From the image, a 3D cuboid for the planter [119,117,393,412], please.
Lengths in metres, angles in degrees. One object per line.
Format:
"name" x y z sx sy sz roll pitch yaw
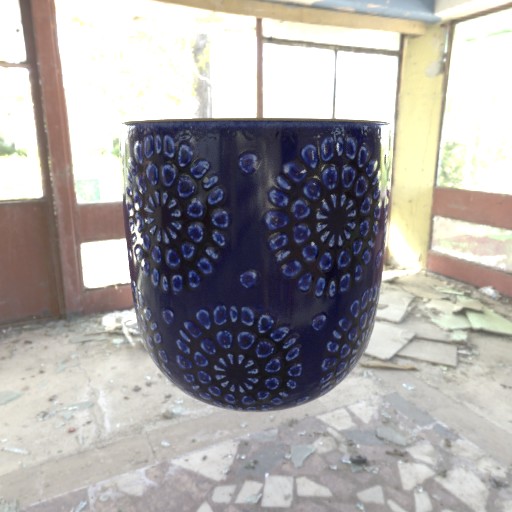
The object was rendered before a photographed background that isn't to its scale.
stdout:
"planter" 0.000 0.000 0.195 0.109 0.112 0.109 0 15 0
